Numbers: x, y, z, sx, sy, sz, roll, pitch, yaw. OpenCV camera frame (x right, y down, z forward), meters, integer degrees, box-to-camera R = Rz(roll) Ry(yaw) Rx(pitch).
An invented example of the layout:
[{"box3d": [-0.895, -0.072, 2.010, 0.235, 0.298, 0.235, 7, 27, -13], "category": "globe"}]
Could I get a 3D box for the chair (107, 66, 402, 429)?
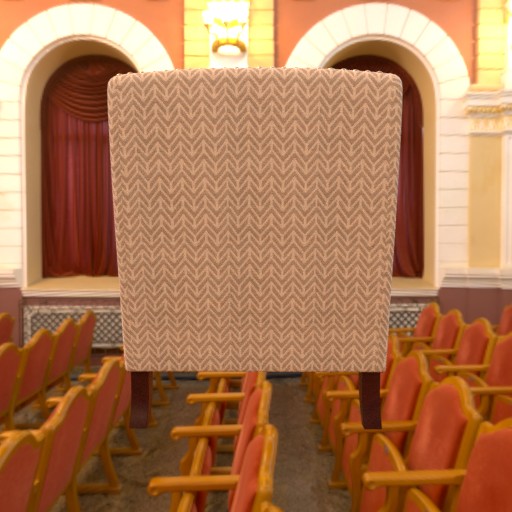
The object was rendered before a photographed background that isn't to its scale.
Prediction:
[{"box3d": [0.000, 0.000, 1.249, 0.623, 0.816, 0.651, 0, 1, 1], "category": "chair"}]
